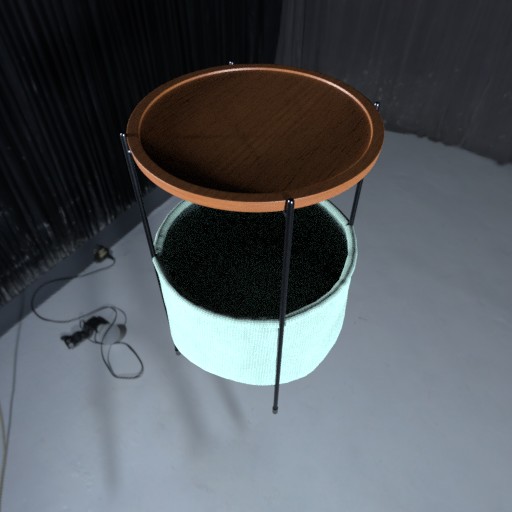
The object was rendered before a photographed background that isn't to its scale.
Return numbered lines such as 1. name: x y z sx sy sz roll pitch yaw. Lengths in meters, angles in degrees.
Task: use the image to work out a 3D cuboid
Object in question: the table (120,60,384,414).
1. table: 0.000 0.000 0.902 0.400 0.623 0.400 25 52 21
